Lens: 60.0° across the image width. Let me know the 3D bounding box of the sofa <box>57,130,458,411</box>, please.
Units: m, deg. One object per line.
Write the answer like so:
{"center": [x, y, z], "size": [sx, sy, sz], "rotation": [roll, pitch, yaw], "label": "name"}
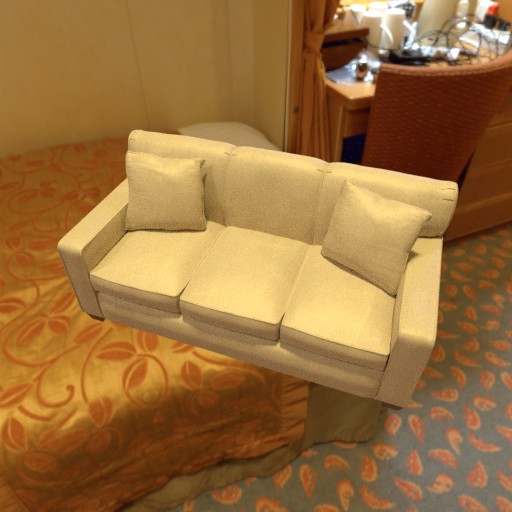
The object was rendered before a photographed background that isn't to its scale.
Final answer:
{"center": [0.000, 0.000, 2.612], "size": [2.024, 0.958, 0.997], "rotation": [13, 43, 14], "label": "sofa"}
